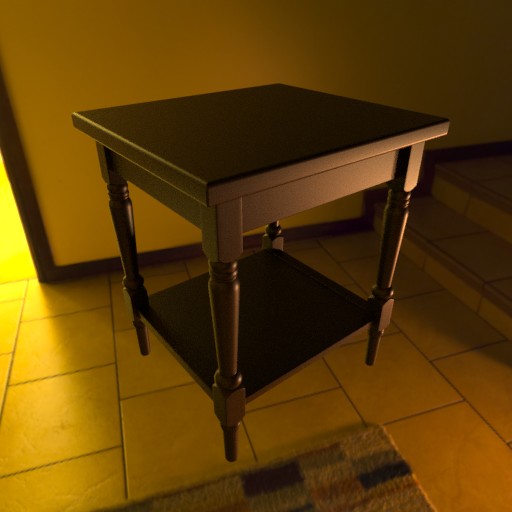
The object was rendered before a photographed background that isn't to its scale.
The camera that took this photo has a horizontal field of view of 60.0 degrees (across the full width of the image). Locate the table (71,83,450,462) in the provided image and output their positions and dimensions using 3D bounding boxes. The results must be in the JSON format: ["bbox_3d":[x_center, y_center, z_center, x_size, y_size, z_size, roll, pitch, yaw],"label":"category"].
[{"bbox_3d":[0.000,0.000,0.909,0.488,0.565,0.442,-22,37,-32],"label":"table"}]
